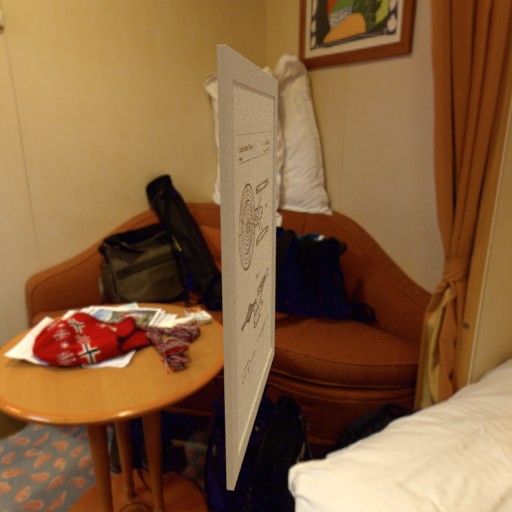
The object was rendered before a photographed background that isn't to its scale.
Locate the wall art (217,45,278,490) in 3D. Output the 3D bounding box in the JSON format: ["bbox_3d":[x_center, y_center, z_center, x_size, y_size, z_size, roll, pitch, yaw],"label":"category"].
[{"bbox_3d":[0.000,0.000,0.837,0.011,0.659,0.454,3,17,10],"label":"wall art"}]
